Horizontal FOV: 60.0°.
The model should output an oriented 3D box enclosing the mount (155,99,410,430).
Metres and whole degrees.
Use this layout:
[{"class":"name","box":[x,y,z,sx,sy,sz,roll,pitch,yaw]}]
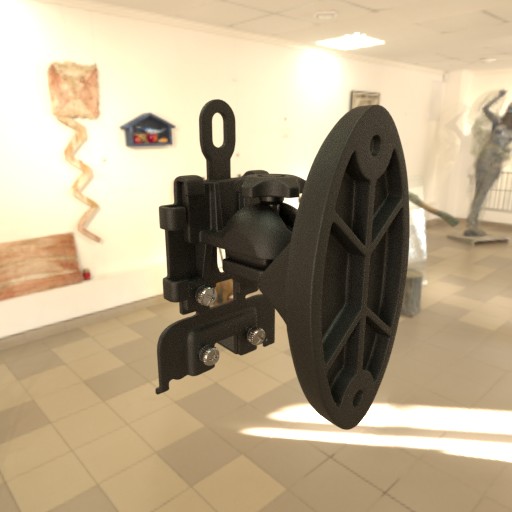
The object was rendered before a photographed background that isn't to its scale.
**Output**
[{"class":"mount","box":[0.000,0.000,0.173,0.066,0.118,0.100,-14,21,-41]}]
